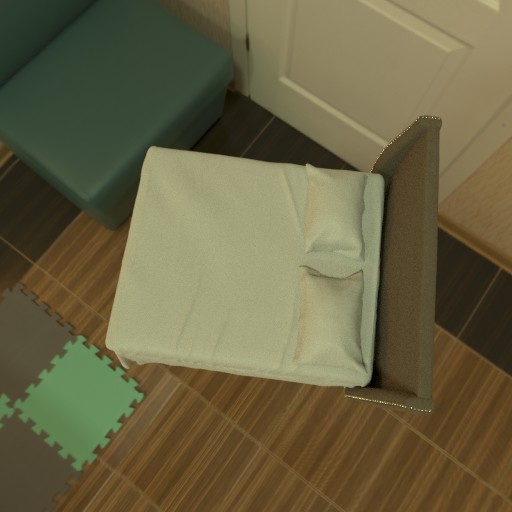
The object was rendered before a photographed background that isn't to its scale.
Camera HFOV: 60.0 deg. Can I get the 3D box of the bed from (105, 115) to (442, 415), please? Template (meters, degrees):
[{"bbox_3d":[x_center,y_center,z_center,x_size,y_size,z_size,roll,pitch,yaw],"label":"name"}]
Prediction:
[{"bbox_3d":[0.000,0.000,3.376,2.276,1.332,1.925,7,75,2],"label":"bed"}]
